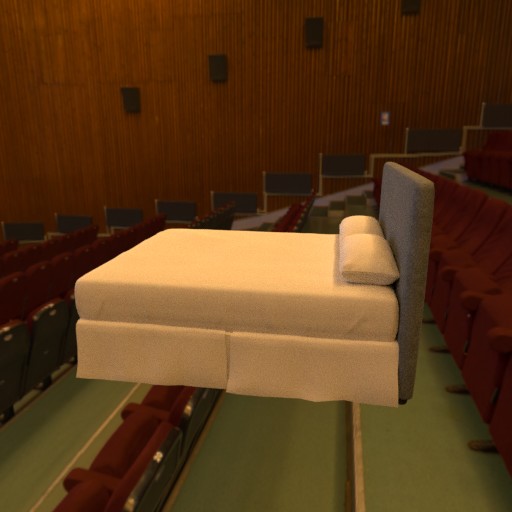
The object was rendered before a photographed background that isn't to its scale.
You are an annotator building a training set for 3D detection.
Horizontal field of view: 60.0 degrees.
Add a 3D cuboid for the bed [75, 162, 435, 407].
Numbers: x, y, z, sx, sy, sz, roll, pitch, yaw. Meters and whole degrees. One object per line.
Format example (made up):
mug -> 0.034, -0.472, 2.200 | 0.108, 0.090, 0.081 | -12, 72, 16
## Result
bed -> 0.000, 0.000, 3.330 | 2.142, 1.330, 1.713 | 3, 16, 10
